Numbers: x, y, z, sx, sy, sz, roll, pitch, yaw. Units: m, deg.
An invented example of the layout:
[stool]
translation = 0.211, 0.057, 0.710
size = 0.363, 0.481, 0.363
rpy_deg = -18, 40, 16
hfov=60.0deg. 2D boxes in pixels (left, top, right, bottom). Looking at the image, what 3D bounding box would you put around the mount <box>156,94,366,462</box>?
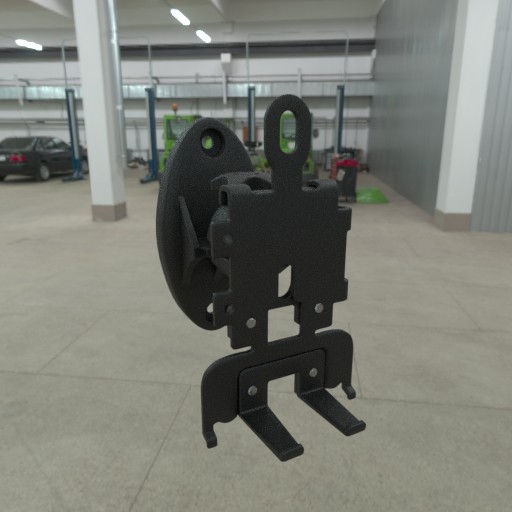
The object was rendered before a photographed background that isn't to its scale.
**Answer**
[mount]
translation = 0.000, 0.000, 0.176
size = 0.066, 0.118, 0.100
rpy_deg = -8, 18, -27
